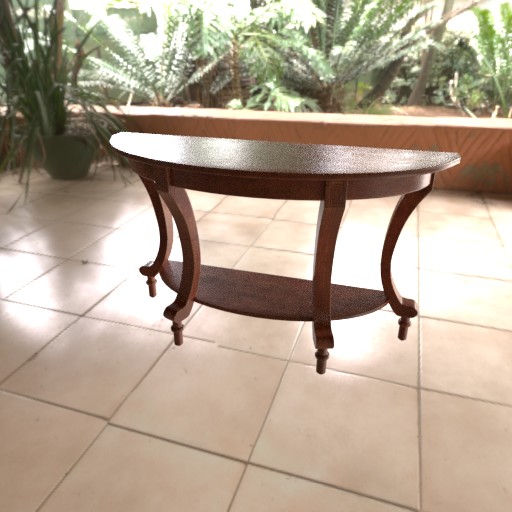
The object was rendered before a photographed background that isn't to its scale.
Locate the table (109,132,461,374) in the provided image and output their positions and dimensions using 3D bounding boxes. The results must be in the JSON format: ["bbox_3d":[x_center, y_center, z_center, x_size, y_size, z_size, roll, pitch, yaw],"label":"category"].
[{"bbox_3d":[0.000,0.000,1.517,1.198,0.699,0.394,8,27,15],"label":"table"}]
